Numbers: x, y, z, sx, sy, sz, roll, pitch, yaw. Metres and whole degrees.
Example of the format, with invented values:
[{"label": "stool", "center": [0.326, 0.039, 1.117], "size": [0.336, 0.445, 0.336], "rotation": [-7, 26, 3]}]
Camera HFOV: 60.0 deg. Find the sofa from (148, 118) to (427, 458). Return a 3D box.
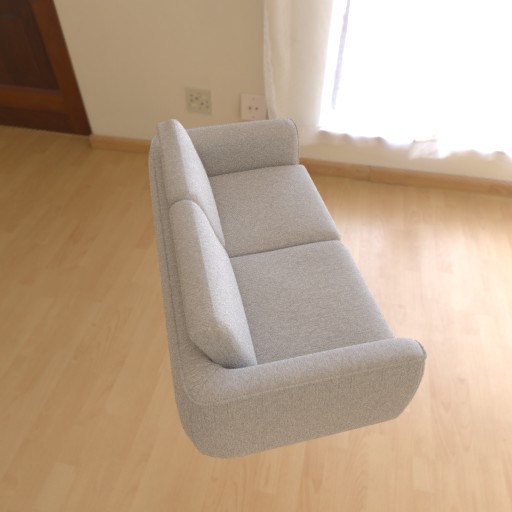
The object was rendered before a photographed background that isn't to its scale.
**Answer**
[{"label": "sofa", "center": [0.000, 0.000, 2.153], "size": [0.920, 0.850, 1.700], "rotation": [-10, 47, -9]}]
